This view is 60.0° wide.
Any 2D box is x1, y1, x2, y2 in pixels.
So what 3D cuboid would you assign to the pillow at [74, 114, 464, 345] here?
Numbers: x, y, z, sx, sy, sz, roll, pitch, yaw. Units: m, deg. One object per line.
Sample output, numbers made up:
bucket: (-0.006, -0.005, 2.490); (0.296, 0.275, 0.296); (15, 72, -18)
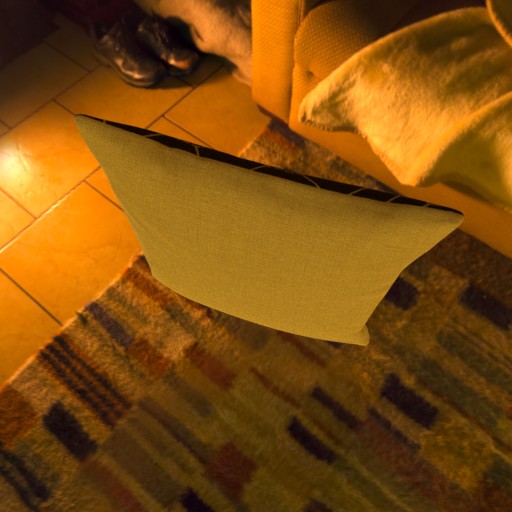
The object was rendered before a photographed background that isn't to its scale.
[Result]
pillow: (0.000, 0.000, 0.779); (0.517, 0.508, 0.158); (17, 64, 8)
